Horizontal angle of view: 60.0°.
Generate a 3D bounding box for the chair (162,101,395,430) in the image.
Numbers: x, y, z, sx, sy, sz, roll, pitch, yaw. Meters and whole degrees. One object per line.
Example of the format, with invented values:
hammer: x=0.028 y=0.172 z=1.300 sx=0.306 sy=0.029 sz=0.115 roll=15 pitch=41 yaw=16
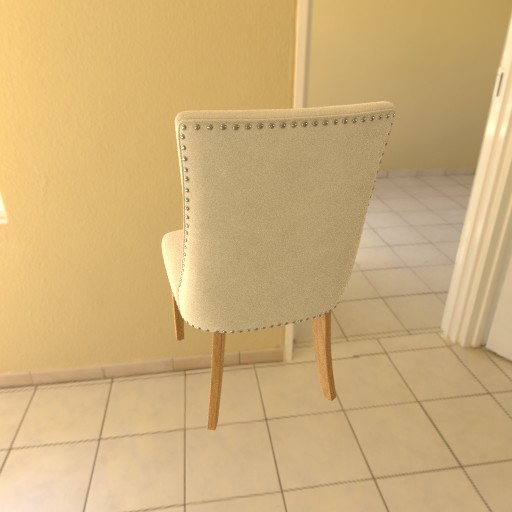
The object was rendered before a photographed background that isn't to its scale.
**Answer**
chair: x=0.000 y=0.000 z=1.293 sx=0.495 sy=0.902 sz=0.610 roll=-8 pitch=28 yaw=-16
